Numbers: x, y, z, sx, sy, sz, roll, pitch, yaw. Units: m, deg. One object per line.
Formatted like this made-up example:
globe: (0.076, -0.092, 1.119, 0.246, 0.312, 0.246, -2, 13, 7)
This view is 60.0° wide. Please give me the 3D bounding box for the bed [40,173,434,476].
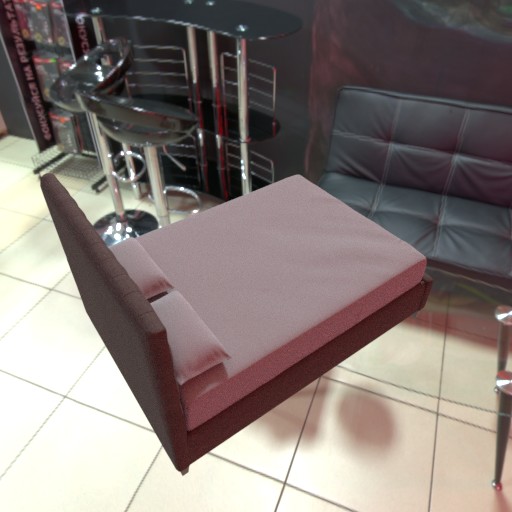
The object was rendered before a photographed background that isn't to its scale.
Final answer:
bed: (0.000, 0.000, 3.401, 2.387, 1.427, 1.698, -25, 47, -26)
